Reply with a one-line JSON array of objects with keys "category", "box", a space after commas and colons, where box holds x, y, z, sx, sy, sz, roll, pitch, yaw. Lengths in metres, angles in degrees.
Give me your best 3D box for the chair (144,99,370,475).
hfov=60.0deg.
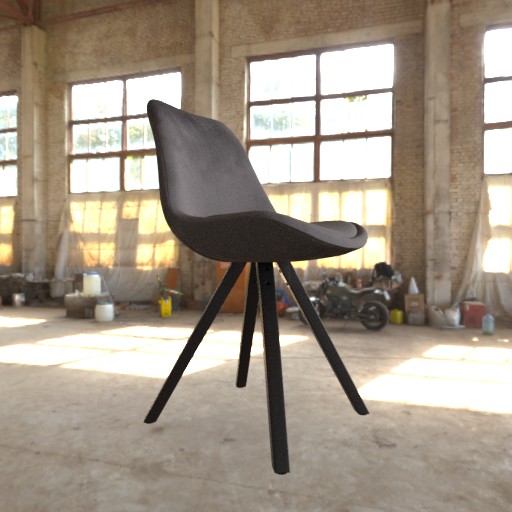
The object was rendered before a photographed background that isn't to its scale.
[{"category": "chair", "box": [0.000, 0.000, 1.158, 0.550, 0.850, 0.476, 0, 1, 37]}]
